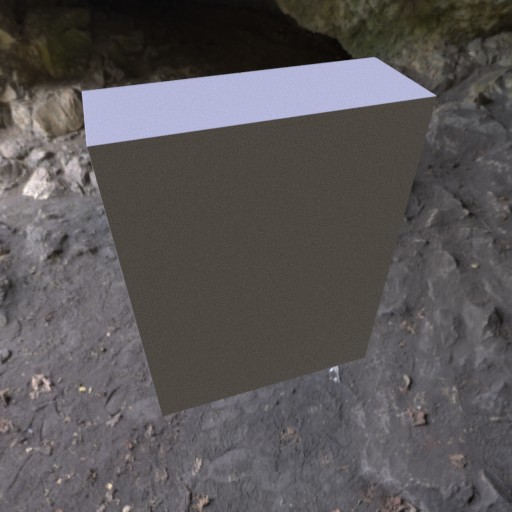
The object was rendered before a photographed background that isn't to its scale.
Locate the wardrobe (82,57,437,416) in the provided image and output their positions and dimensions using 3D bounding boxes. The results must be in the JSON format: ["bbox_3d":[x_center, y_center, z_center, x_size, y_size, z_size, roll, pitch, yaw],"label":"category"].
[{"bbox_3d":[0.000,0.000,1.606,0.900,1.200,0.360,-12,43,-13],"label":"wardrobe"}]
